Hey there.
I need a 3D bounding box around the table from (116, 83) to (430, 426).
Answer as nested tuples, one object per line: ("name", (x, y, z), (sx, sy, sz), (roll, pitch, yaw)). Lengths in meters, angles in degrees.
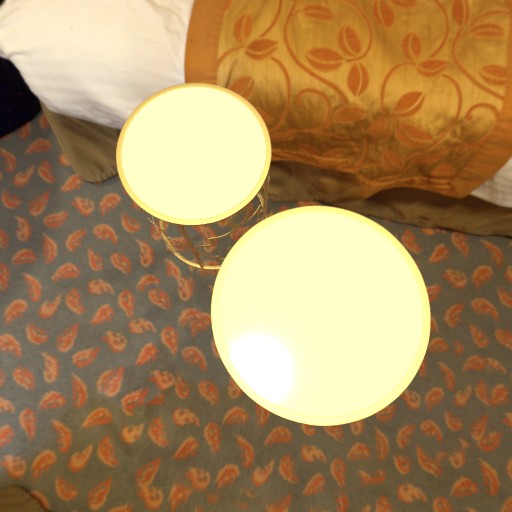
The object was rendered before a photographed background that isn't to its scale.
("table", (0.000, 0.000, 1.164), (0.420, 0.564, 0.846), (-35, 79, -8))
